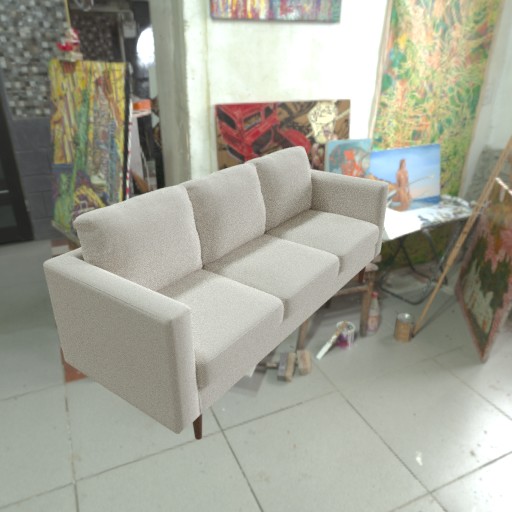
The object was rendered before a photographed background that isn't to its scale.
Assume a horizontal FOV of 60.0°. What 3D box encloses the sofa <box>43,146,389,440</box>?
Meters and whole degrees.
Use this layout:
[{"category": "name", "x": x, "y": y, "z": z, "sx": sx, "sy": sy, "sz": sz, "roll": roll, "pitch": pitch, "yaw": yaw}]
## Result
[{"category": "sofa", "x": 0.000, "y": 0.000, "z": 2.515, "sx": 0.802, "sy": 0.912, "sz": 2.029, "roll": 17, "pitch": 31, "yaw": 32}]
